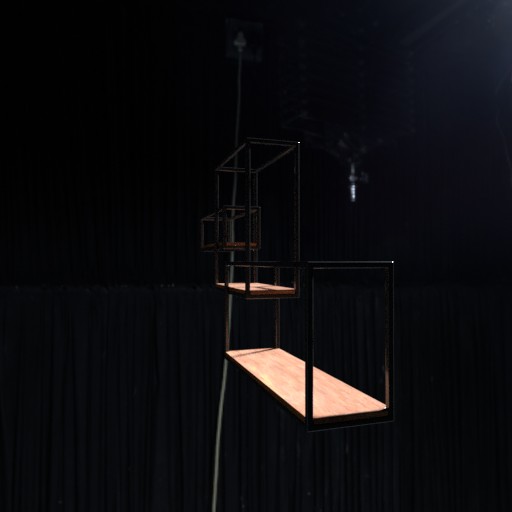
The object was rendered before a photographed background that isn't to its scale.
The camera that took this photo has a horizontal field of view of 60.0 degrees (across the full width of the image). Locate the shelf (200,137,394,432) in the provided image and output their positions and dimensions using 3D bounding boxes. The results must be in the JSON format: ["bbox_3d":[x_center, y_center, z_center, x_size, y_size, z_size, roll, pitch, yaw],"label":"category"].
[{"bbox_3d":[0.000,0.000,2.090,0.275,0.972,1.781,0,-1,-18],"label":"shelf"}]
